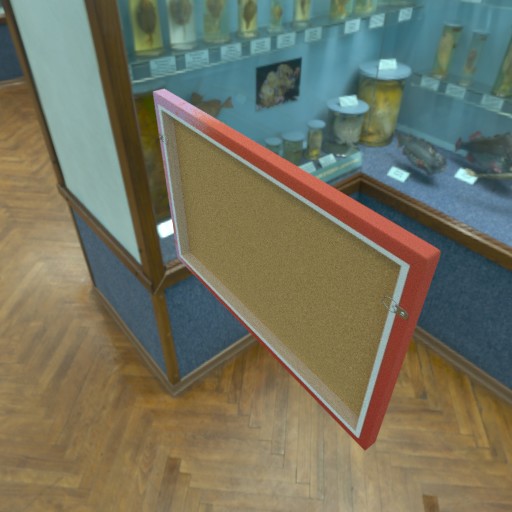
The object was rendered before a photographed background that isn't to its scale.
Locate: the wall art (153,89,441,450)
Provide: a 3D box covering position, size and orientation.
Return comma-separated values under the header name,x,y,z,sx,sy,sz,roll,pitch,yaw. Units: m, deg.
name,x,y,z,sx,sy,sz,roll,pitch,yaw
wall art,0.000,0.000,1.160,0.040,0.609,0.913,-26,46,-28
